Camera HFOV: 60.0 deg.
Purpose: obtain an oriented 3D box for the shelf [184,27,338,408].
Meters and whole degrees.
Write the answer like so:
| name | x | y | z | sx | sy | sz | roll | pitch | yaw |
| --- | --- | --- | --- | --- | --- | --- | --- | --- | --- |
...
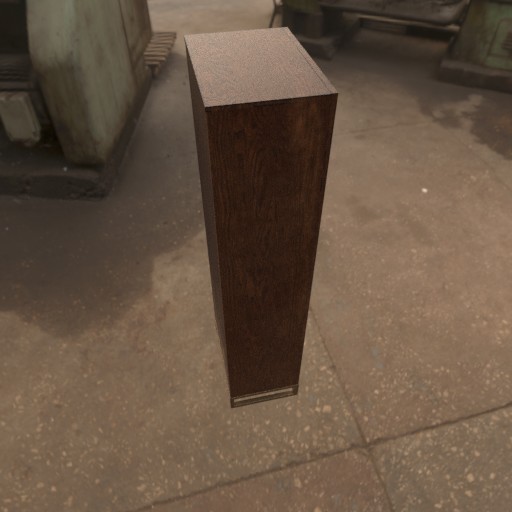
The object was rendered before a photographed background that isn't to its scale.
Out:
| name | x | y | z | sx | sy | sz | roll | pitch | yaw |
| --- | --- | --- | --- | --- | --- | --- | --- | --- | --- |
| shelf | 0.000 | 0.000 | 1.995 | 0.395 | 1.732 | 0.539 | -9 | 46 | -9 |
